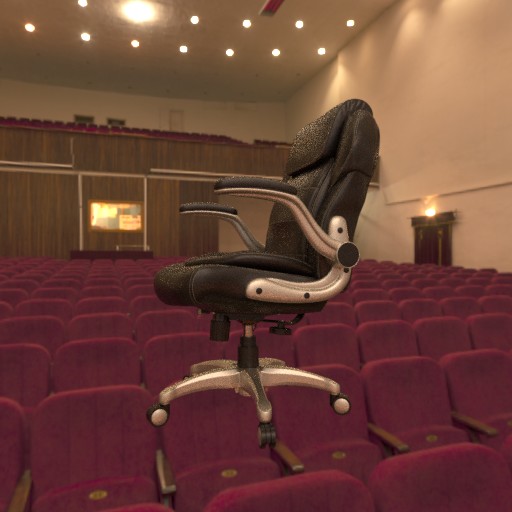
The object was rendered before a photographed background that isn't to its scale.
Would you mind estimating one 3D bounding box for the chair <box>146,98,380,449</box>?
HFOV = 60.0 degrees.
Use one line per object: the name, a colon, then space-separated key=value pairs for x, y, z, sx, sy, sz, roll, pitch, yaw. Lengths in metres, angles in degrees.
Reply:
chair: x=0.000 y=0.000 z=1.653 sx=0.801 sy=1.141 sz=0.724 roll=0 pitch=0 yaw=-19
